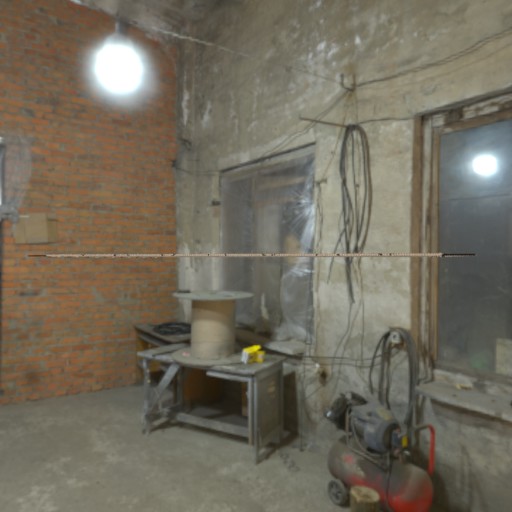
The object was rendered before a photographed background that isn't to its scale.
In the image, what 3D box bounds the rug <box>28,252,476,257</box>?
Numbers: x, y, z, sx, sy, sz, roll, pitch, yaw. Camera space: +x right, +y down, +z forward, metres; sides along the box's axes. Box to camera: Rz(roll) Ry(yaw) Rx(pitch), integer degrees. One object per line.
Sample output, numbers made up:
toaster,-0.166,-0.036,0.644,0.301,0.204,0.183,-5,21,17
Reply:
rug,0.000,0.000,3.244,2.755,0.021,1.524,0,0,19
